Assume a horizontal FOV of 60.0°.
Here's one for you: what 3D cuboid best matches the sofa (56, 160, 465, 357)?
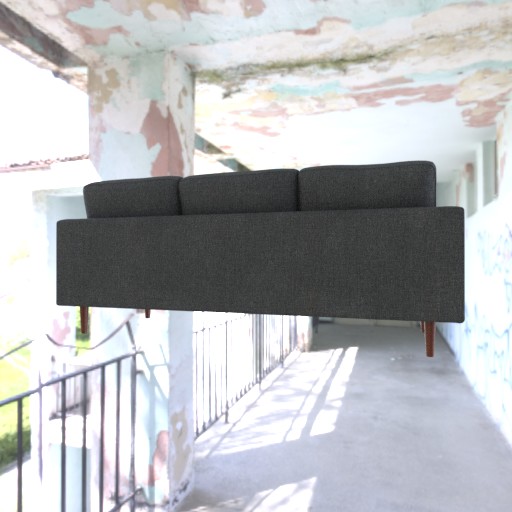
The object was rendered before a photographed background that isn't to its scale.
[{"bbox_3d":[0.000,0.000,2.700,2.246,0.930,0.903,0,0,19],"label":"sofa"}]
